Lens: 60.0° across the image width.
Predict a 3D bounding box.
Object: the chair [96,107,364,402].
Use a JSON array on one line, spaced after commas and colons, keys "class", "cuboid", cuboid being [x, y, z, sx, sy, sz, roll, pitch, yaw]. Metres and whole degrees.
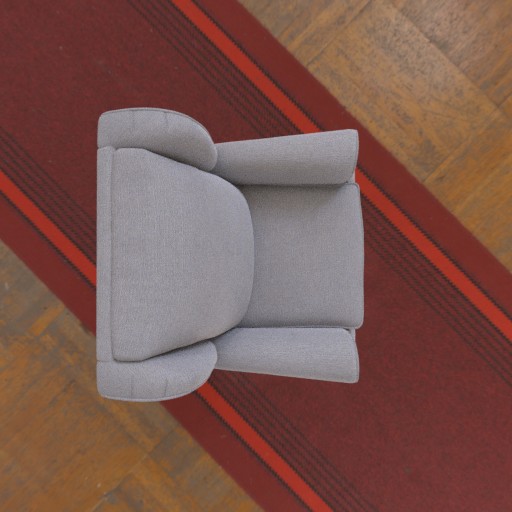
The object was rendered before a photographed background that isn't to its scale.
[{"class": "chair", "cuboid": [0.000, 0.000, 1.651, 0.854, 0.966, 0.906, 0, 89, 2]}]
